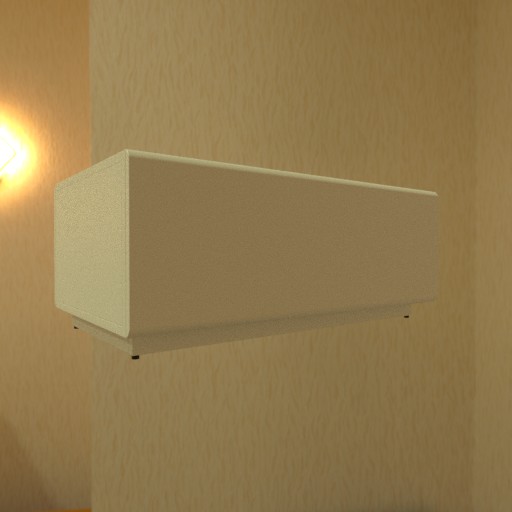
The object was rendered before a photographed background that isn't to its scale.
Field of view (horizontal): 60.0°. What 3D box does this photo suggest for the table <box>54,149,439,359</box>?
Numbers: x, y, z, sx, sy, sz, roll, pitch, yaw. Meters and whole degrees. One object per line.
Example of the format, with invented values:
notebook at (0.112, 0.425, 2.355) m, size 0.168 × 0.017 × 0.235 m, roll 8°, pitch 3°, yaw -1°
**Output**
table at (0.000, 0.000, 1.455) m, size 1.097 × 0.442 × 0.639 m, roll -1°, pitch 1°, yaw -37°
